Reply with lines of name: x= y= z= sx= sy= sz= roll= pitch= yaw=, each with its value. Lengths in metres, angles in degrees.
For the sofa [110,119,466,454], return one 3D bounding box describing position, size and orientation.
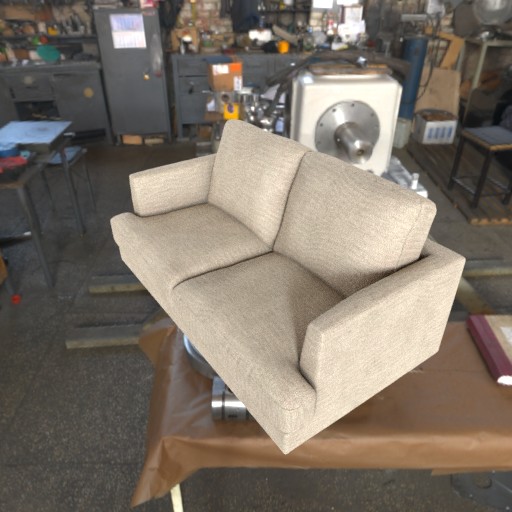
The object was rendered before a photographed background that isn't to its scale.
sofa: x=0.000 y=0.000 z=2.123 sx=0.903 sy=0.944 sz=1.582 roll=-21 pitch=38 yaw=-29
